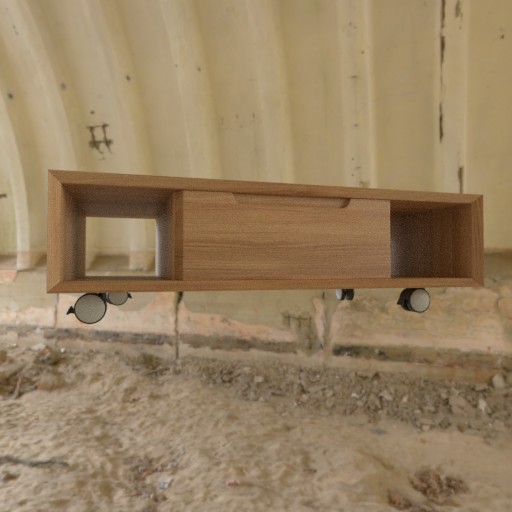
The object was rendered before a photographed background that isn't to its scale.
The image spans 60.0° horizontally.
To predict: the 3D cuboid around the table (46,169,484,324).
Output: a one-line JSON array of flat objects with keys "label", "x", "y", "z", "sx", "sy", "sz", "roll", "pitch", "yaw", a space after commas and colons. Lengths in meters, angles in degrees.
[{"label": "table", "x": 0.000, "y": 0.000, "z": 1.397, "sx": 1.100, "sy": 0.330, "sz": 0.700, "roll": 0, "pitch": -2, "yaw": -17}]
